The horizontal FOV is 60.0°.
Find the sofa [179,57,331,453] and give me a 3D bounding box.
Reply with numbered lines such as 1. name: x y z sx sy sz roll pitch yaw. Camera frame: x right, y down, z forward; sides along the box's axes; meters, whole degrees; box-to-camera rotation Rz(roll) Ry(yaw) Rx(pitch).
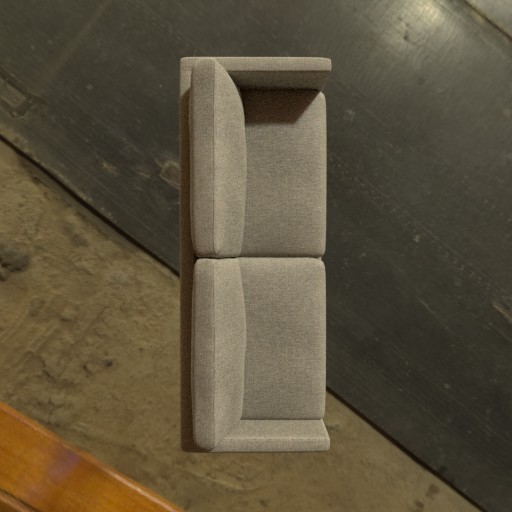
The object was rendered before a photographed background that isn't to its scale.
1. sofa: 0.000 0.000 2.962 0.948 0.951 2.434 0 91 0
